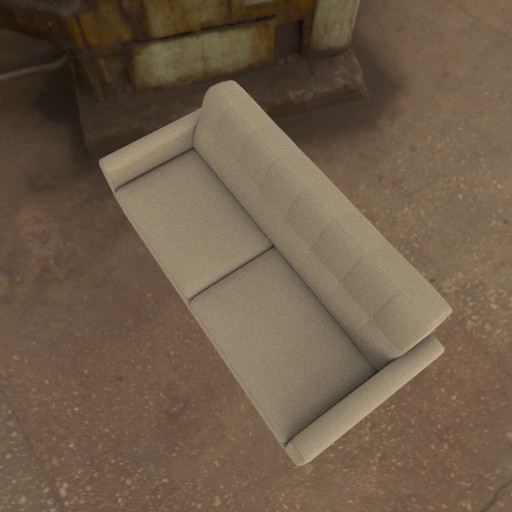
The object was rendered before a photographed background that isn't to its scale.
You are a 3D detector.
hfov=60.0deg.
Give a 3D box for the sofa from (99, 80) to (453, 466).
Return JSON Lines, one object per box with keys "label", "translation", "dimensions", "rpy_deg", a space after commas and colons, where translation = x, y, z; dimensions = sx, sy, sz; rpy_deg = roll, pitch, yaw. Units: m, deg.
{"label": "sofa", "translation": [0.000, 0.000, 2.675], "dimensions": [0.980, 0.892, 2.137], "rpy_deg": [-32, 68, -15]}
